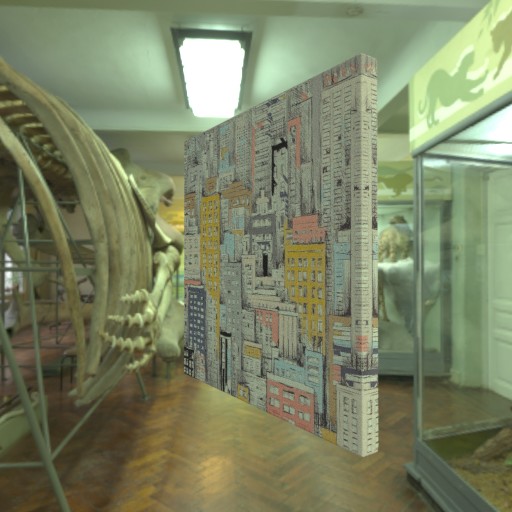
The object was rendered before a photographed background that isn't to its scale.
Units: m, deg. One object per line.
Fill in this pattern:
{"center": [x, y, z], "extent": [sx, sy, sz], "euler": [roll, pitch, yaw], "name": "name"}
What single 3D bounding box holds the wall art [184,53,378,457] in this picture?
{"center": [0.000, 0.000, 1.155], "extent": [0.048, 0.762, 0.761], "euler": [0, -1, -35], "name": "wall art"}
